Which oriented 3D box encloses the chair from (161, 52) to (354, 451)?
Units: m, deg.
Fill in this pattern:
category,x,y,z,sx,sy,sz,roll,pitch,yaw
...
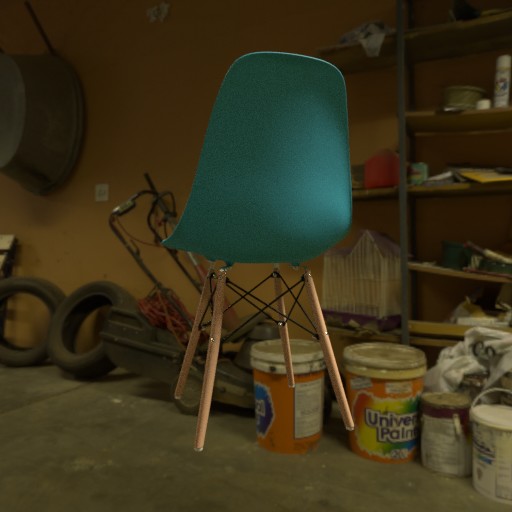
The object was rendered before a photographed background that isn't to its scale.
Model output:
category,x,y,z,sx,sy,sz,roll,pitch,yaw
chair,0.000,0.000,1.159,0.470,0.826,0.531,0,0,-18
